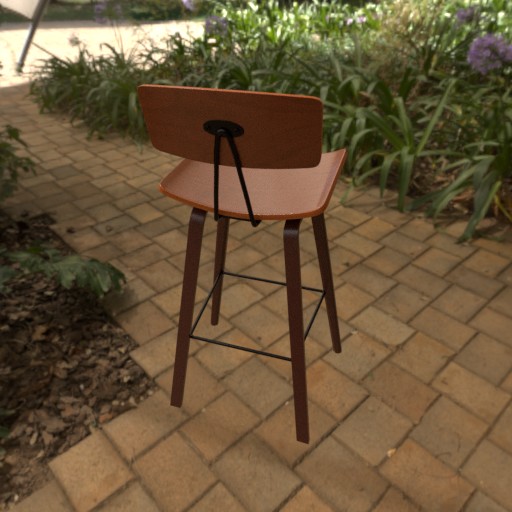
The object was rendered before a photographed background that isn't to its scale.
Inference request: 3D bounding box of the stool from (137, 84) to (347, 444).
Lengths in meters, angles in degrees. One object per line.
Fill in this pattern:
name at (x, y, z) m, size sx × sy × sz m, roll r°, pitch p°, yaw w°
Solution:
stool at (0.000, 0.000, 1.235) m, size 0.509 × 0.969 × 0.440 m, roll 10°, pitch 33°, yaw 15°
